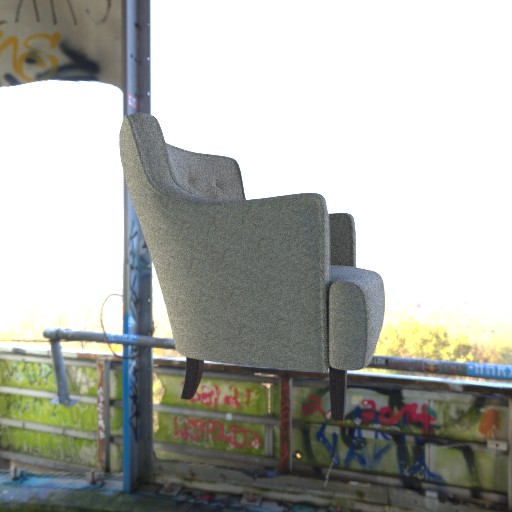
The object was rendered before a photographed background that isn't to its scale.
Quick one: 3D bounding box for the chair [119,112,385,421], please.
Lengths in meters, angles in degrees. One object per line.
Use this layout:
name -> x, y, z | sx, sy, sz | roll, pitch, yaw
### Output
chair -> 0.000, 0.000, 1.695 | 0.910, 0.920, 0.820 | 0, 1, 19
